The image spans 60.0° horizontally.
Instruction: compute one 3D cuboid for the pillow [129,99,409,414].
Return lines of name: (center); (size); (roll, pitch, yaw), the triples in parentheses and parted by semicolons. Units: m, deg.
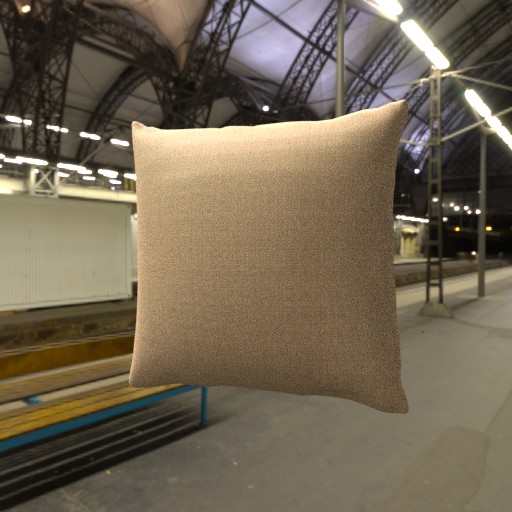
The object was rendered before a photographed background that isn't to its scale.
pillow: (0.000, 0.000, 0.795); (0.521, 0.519, 0.215); (0, 1, 17)
